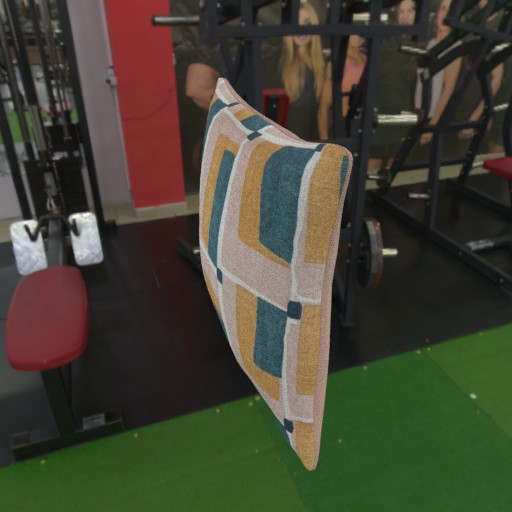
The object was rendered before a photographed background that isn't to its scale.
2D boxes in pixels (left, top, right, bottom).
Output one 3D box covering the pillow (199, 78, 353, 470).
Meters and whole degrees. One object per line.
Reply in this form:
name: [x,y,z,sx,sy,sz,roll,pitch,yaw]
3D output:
pillow: [0.000,0.000,0.717,0.158,0.479,0.478,-9,31,-16]
